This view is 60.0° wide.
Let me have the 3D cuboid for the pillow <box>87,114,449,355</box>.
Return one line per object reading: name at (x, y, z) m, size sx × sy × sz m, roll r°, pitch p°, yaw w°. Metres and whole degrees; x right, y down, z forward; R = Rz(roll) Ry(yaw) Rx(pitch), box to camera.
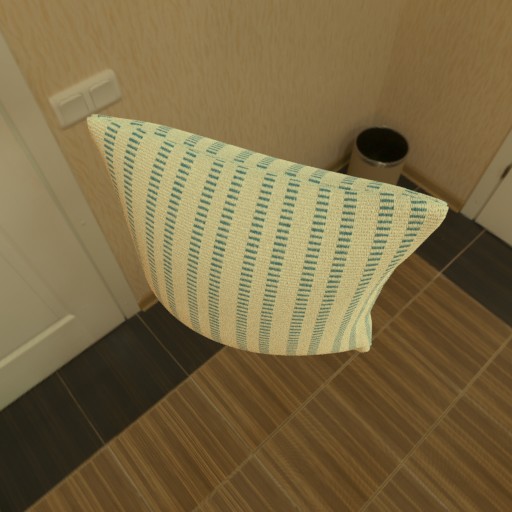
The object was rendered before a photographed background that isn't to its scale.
pillow at (0.000, 0.000, 0.674) m, size 0.438 × 0.419 × 0.247 m, roll 16°, pitch 59°, yaw 10°
